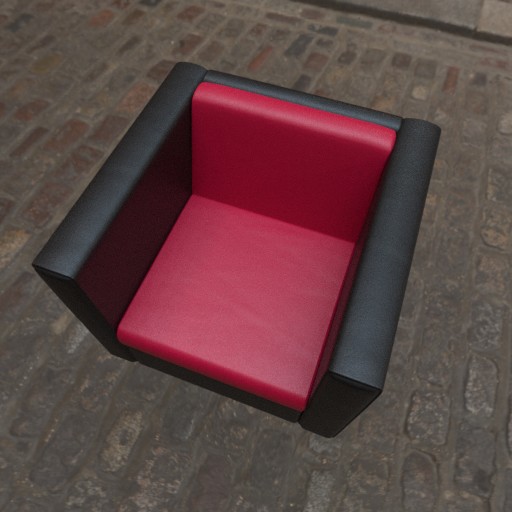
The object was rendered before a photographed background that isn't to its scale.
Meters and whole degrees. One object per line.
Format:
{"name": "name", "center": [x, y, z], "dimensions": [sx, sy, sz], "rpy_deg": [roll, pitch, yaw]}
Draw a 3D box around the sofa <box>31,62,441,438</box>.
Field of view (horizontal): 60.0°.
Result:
{"name": "sofa", "center": [0.000, 0.000, 1.431], "dimensions": [0.839, 0.724, 0.809], "rpy_deg": [18, 61, 10]}
